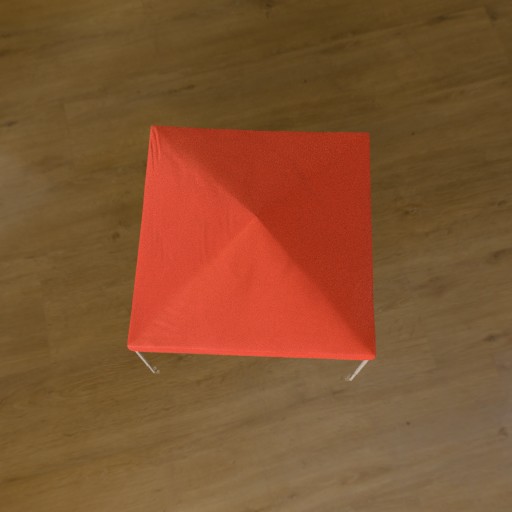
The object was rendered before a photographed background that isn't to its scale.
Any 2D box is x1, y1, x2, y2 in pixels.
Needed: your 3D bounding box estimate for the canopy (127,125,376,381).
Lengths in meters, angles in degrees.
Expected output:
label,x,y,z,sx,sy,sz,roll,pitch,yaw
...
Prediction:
label,x,y,z,sx,sy,sz,roll,pitch,yaw
canopy,0.000,0.000,5.341,2.849,2.850,2.850,2,75,1
